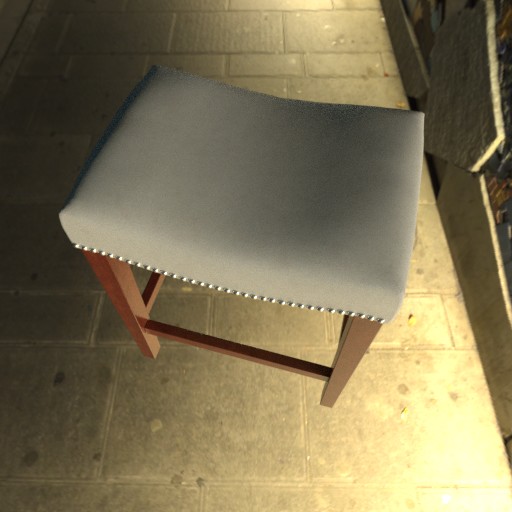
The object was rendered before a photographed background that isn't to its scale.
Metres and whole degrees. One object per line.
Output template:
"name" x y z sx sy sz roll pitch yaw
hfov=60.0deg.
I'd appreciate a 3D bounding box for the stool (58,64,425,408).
"stool" 0.000 0.000 0.936 0.509 0.632 0.375 13 59 8
